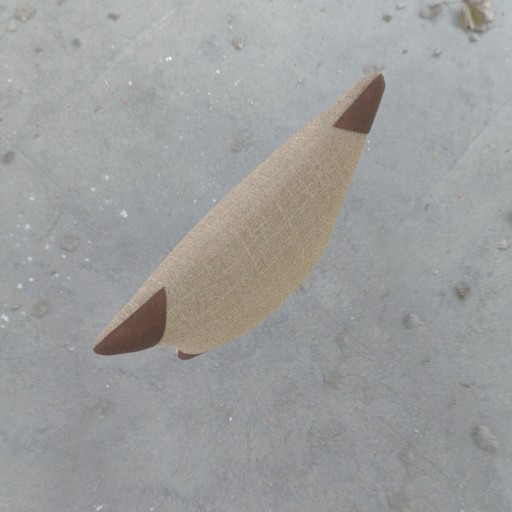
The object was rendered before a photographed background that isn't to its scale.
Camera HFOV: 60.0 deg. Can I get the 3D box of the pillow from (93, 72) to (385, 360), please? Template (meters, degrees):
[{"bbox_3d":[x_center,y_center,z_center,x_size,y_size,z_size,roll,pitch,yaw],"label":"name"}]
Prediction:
[{"bbox_3d":[0.000,0.000,0.675,0.147,0.448,0.437,42,79,10],"label":"pillow"}]
